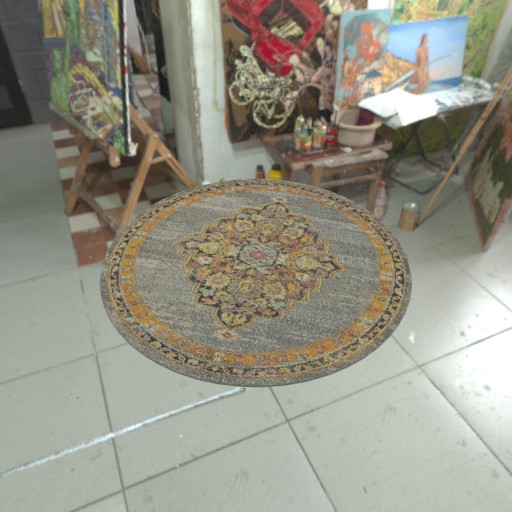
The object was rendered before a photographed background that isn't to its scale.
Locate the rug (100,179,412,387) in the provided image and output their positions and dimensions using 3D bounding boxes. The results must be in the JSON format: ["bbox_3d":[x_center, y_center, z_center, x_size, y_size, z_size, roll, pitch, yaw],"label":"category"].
[{"bbox_3d":[0.000,0.000,3.499,2.382,0.014,2.382,0,40,0],"label":"rug"}]
